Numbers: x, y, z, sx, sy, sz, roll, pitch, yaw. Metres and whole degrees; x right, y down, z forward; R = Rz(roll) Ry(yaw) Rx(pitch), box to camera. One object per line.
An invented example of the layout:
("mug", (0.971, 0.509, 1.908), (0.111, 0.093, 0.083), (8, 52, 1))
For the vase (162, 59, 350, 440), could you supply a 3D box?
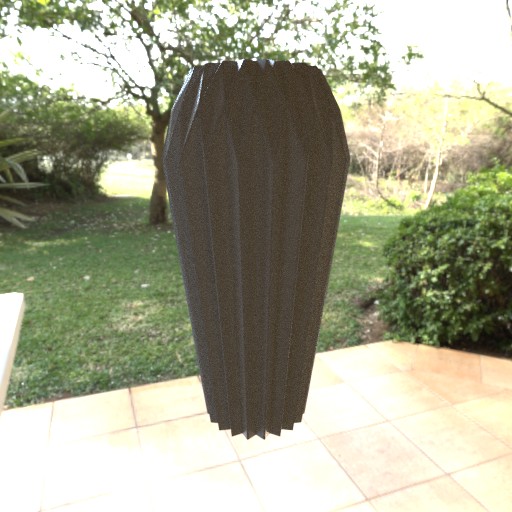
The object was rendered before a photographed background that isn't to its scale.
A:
("vase", (0.000, 0.000, 0.337), (0.133, 0.263, 0.133), (0, 14, 0))
